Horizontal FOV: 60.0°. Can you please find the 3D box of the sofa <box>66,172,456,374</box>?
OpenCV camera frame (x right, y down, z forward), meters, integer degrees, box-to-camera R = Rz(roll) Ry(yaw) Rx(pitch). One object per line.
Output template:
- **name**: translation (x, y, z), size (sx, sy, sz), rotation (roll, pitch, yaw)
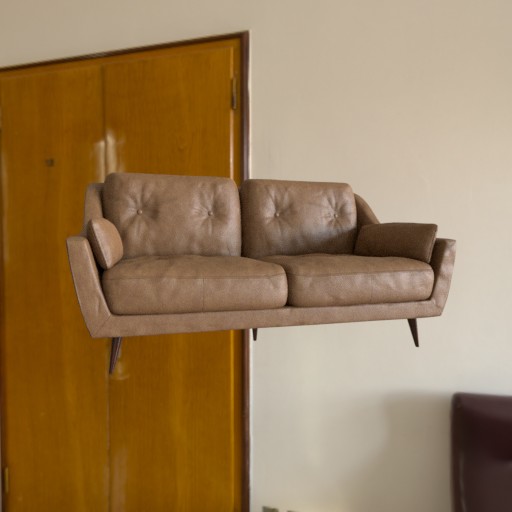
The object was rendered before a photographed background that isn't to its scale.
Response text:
- **sofa**: translation (0.000, 0.000, 2.285), size (1.731, 0.886, 0.981), rotation (-1, 2, -18)
